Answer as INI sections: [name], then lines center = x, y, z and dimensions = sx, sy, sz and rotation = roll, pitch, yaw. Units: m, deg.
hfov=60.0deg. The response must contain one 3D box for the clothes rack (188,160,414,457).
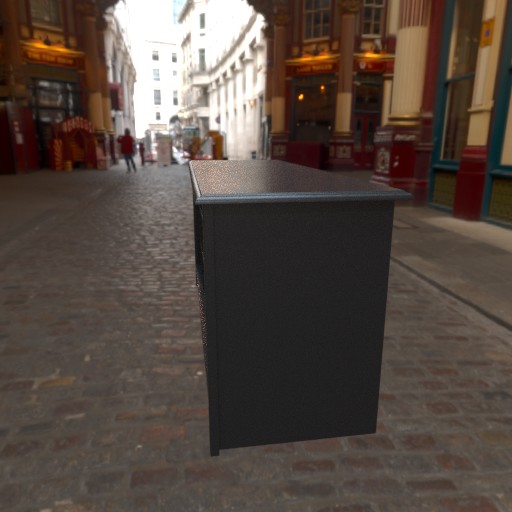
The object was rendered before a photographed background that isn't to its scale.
[clothes rack]
center = 0.000, 0.000, 1.448
dimensions = 0.406, 0.556, 1.219
rotation = -2, 15, -9
